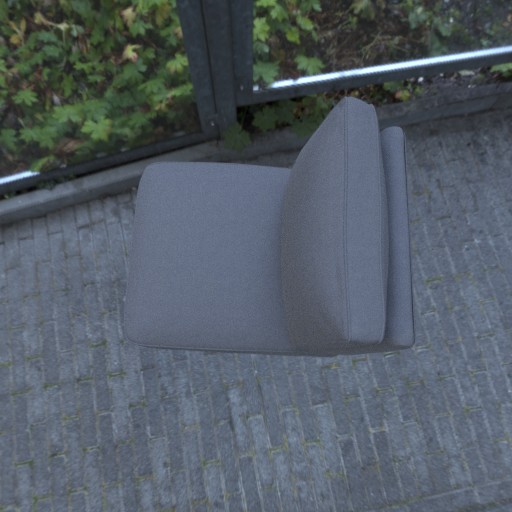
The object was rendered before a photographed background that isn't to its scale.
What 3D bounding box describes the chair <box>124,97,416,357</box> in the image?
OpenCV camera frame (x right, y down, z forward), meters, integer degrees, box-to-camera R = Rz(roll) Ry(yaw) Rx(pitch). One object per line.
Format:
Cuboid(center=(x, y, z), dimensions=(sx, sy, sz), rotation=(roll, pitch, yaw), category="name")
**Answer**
Cuboid(center=(0.000, 0.000, 1.679), dimensions=(0.924, 1.045, 0.724), rotation=(2, 75, 1), category="chair")
